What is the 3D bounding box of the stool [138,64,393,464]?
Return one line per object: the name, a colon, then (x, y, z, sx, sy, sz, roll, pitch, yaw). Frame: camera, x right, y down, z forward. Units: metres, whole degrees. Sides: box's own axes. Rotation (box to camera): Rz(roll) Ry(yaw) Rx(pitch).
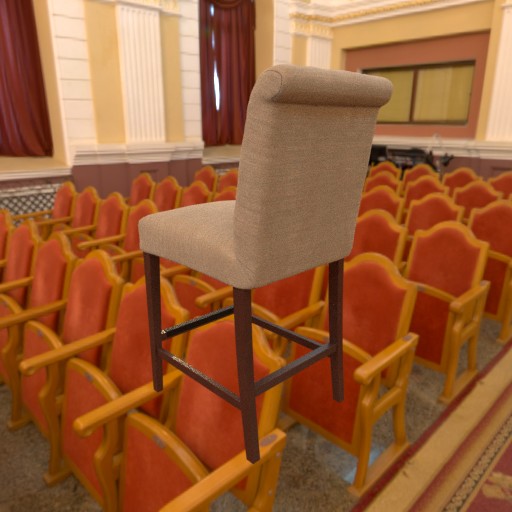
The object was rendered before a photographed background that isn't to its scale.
stool: (0.000, 0.000, 1.448, 0.486, 1.084, 0.660, -16, 23, -42)
